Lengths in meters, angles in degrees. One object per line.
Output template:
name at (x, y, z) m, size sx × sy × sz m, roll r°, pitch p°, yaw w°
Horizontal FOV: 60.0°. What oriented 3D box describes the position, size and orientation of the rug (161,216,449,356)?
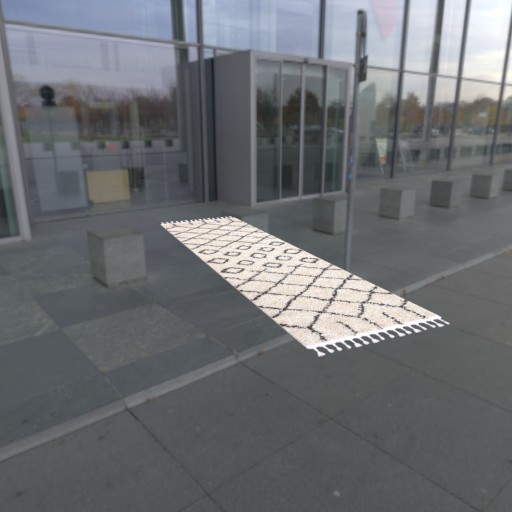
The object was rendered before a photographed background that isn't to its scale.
rug at (0.000, 0.000, 2.767) m, size 0.660 × 0.005 × 2.464 m, roll -7°, pitch 18°, yaw -24°
